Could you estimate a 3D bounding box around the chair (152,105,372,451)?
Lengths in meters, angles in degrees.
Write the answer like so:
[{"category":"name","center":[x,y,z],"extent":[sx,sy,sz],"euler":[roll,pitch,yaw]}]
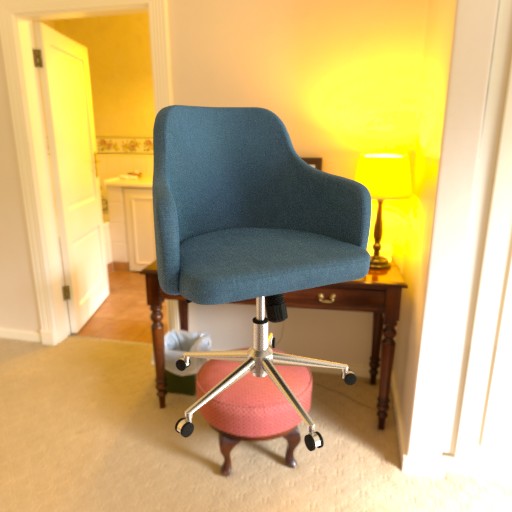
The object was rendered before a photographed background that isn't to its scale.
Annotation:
[{"category":"chair","center":[0.000,0.000,1.238],"extent":[0.599,0.820,0.655],"euler":[-8,17,-26]}]
